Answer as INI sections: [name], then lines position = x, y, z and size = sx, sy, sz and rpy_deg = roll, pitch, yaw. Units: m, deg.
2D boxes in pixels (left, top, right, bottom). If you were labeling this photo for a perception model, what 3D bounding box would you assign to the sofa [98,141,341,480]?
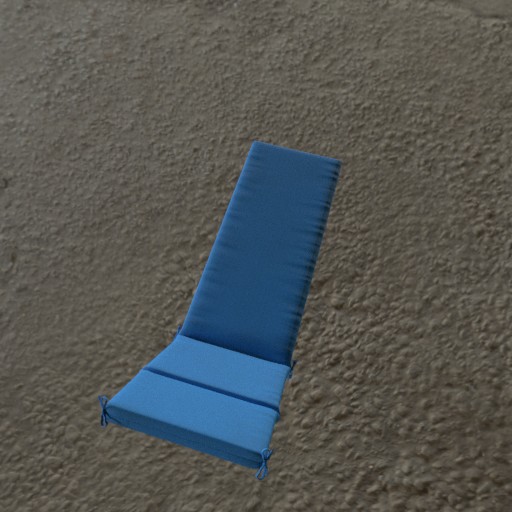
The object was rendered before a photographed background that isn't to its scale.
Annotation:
[sofa]
position = 0.000, 0.000, 1.928
size = 0.582, 0.622, 1.663
rpy_deg = 15, 64, 7
